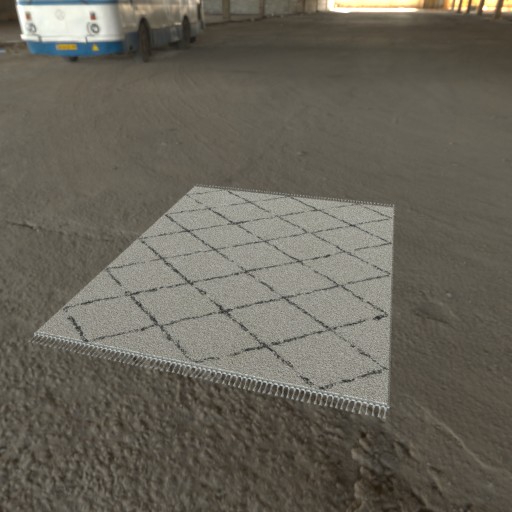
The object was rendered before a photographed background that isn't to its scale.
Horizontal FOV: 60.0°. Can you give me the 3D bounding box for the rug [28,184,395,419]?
[{"bbox_3d":[0.000,0.000,3.986,2.380,0.013,3.051,8,31,14],"label":"rug"}]
